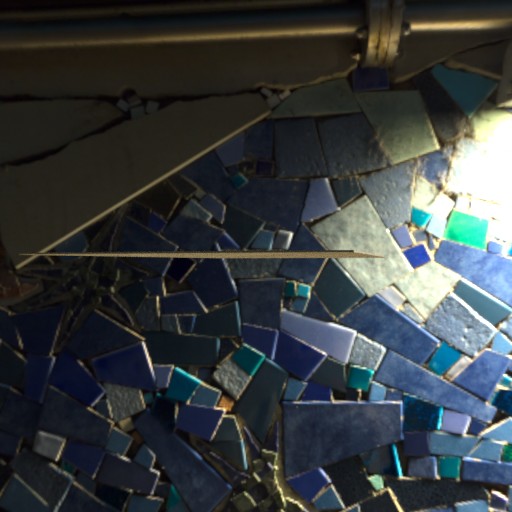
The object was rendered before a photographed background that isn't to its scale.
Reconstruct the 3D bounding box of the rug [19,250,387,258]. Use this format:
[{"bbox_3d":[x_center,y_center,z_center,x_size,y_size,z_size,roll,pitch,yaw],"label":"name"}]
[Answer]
[{"bbox_3d":[0.000,0.000,2.848,1.522,0.008,2.284,0,-1,19],"label":"rug"}]
